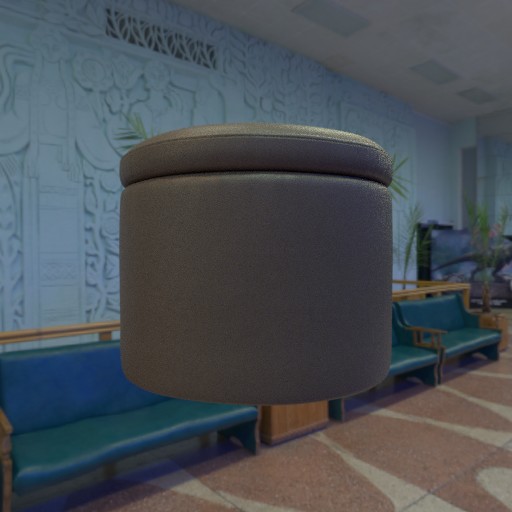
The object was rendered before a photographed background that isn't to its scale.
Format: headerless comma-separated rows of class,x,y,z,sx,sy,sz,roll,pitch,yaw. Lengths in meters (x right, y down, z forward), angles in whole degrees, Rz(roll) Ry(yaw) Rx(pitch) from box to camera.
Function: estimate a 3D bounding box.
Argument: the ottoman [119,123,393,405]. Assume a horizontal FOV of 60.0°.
ottoman,0.000,0.000,0.847,0.500,0.409,0.500,0,1,0
